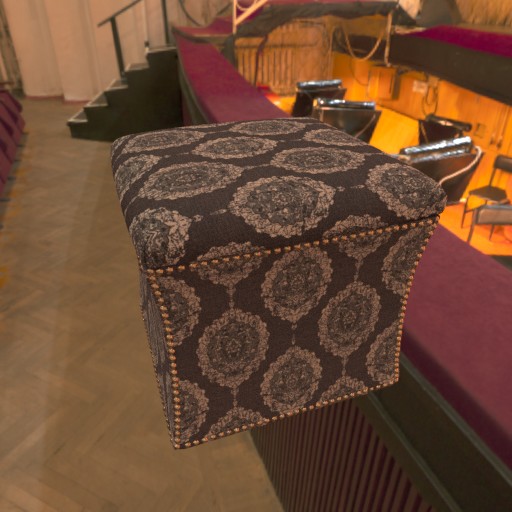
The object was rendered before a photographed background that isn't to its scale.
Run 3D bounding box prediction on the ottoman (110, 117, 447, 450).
[{"bbox_3d":[0.000,0.000,0.927,0.507,0.475,0.497,-11,33,-17],"label":"ottoman"}]
